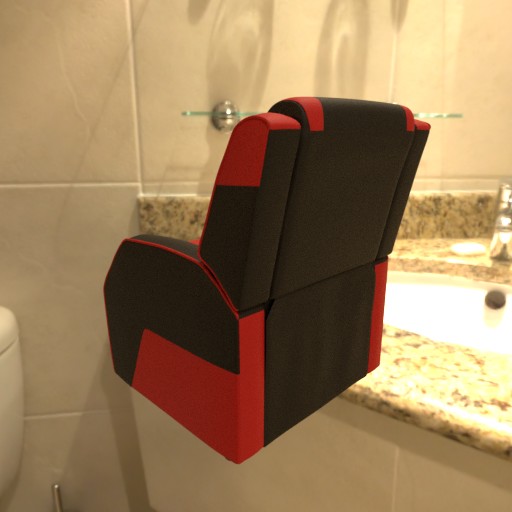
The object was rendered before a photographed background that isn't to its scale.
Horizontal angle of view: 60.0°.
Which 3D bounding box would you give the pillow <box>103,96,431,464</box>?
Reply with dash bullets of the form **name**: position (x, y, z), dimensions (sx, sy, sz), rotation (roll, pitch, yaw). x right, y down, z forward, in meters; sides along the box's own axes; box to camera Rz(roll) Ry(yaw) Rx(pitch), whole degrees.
- **pillow**: position (0.000, 0.000, 1.246), dimensions (0.672, 0.805, 0.620), rotation (15, 22, 43)
